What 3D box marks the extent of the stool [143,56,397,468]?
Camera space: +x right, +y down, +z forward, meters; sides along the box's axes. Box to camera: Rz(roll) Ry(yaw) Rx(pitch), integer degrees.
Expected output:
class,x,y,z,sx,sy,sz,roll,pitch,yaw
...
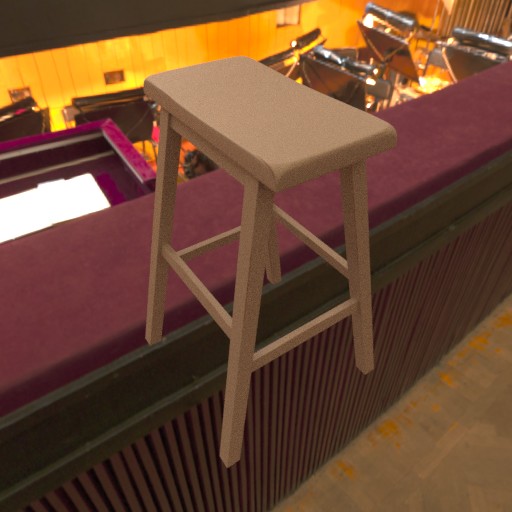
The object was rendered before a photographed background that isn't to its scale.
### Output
class,x,y,z,sx,sy,sz,roll,pitch,yaw
stool,0.000,0.000,1.023,0.476,0.737,0.457,-24,47,-25
